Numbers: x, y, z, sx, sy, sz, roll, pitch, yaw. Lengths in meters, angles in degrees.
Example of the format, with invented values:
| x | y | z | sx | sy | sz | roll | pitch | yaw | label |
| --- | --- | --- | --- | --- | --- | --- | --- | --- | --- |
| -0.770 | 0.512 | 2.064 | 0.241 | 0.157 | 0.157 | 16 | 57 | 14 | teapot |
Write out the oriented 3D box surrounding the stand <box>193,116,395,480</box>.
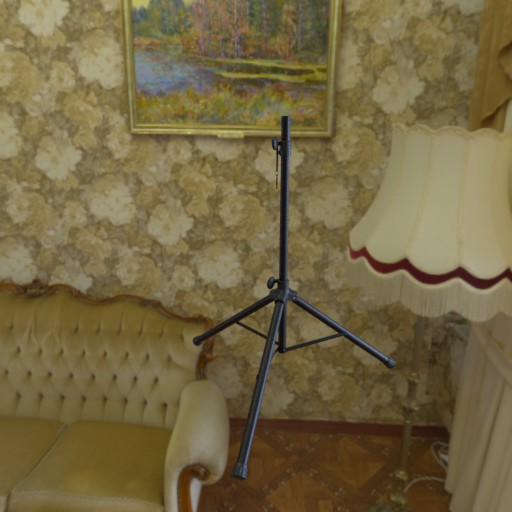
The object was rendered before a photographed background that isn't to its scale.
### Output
| x | y | z | sx | sy | sz | roll | pitch | yaw | label |
| --- | --- | --- | --- | --- | --- | --- | --- | --- | --- |
| 0.000 | 0.000 | 1.900 | 1.045 | 1.136 | 0.907 | -14 | 21 | -43 | stand |
